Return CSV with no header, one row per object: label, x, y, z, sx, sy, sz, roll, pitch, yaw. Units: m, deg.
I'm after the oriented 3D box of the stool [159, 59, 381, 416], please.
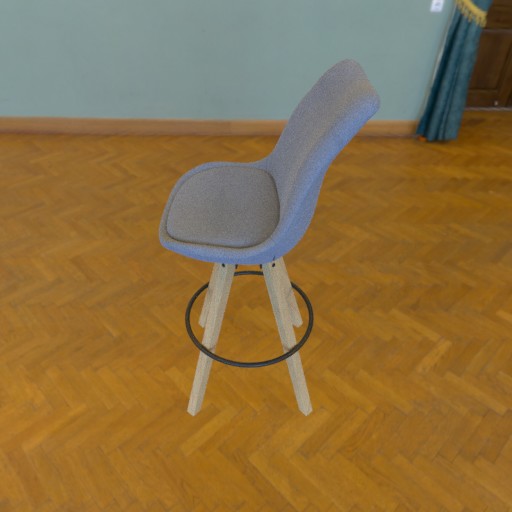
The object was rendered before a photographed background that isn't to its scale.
stool,0.000,0.000,1.400,0.550,1.115,0.485,0,40,0
